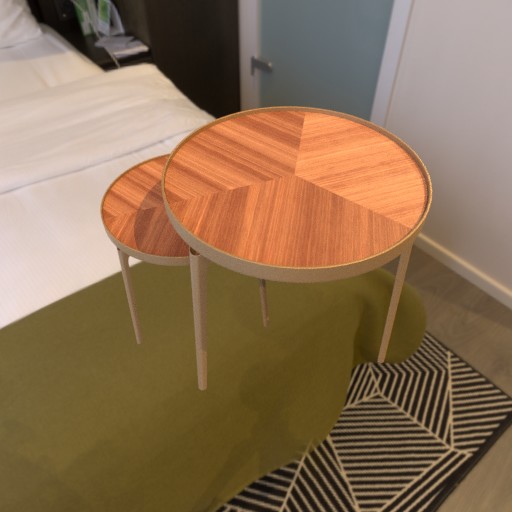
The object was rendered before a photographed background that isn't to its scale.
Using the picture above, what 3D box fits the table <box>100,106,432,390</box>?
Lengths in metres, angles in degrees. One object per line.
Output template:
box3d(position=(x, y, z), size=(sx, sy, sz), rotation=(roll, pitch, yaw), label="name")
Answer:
box3d(position=(0.000, 0.000, 1.109), size=(0.751, 0.555, 0.532), rotation=(15, 48, 14), label="table")
